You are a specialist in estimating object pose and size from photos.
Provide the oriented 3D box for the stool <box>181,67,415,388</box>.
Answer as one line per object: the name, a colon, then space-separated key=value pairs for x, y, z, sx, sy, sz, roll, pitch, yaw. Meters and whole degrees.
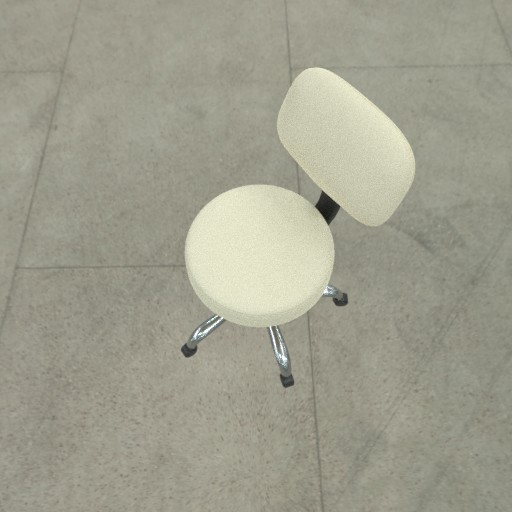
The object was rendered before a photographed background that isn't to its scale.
stool: x=0.000 y=0.000 z=1.244 sx=0.616 sy=0.810 sz=0.609 roll=-34 pitch=68 yaw=-15
